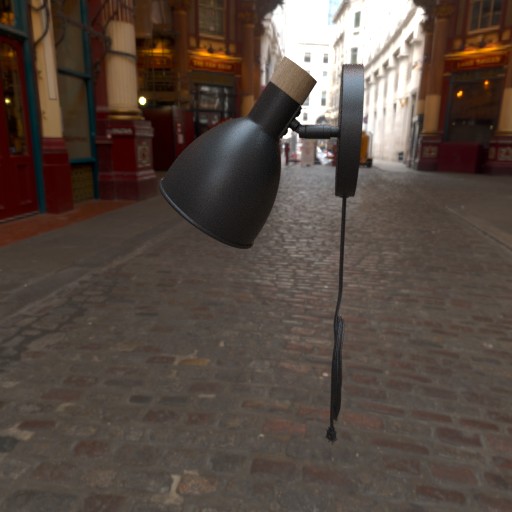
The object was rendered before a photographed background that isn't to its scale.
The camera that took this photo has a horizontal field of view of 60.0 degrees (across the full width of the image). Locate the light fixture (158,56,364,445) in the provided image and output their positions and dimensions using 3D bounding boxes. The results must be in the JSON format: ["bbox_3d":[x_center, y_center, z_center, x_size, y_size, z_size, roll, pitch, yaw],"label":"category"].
[{"bbox_3d":[0.000,0.000,0.484,0.203,0.401,0.127,2,15,9],"label":"light fixture"}]
